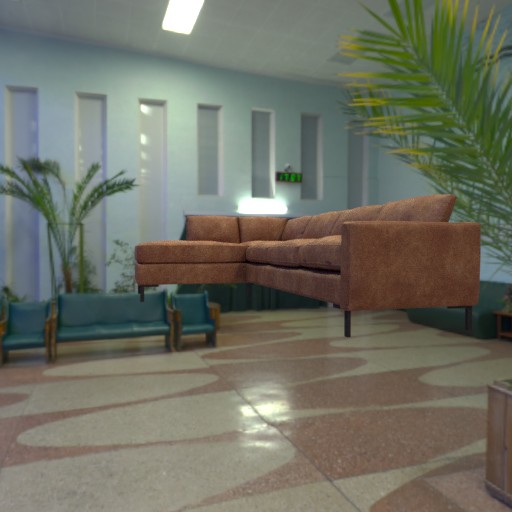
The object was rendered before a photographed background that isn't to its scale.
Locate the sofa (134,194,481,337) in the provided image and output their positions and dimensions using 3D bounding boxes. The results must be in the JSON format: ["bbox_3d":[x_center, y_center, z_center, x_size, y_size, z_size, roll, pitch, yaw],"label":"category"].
[{"bbox_3d":[0.000,0.000,3.798,1.938,0.877,2.984,0,1,-17],"label":"sofa"}]
